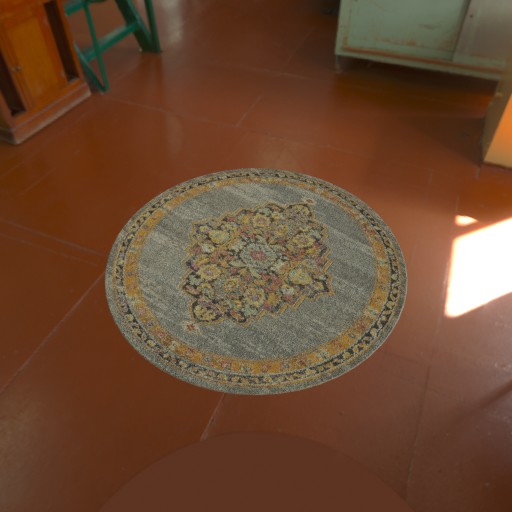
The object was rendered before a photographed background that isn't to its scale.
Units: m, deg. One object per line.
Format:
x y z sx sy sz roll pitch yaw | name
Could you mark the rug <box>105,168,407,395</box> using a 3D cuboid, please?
0.000 0.000 2.405 1.598 0.010 1.598 0 47 0 | rug
